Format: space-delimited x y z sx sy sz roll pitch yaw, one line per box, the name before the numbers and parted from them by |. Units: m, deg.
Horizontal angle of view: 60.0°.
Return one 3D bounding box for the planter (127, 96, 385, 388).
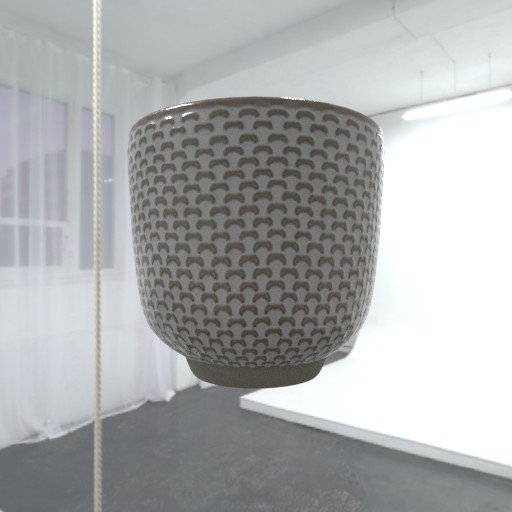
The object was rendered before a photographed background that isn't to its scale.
planter | 0.000 0.000 0.249 0.139 0.130 0.139 0 -1 0
